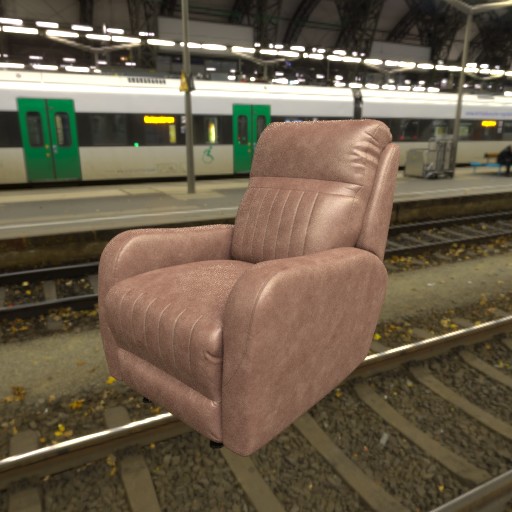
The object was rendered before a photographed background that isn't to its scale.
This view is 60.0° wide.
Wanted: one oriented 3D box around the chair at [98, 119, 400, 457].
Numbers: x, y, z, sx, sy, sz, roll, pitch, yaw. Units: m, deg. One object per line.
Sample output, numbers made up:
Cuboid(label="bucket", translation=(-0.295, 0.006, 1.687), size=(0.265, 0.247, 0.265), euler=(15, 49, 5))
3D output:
Cuboid(label="chair", translation=(0.000, 0.000, 1.795), size=(0.865, 1.067, 1.067), euler=(14, 20, 40))
